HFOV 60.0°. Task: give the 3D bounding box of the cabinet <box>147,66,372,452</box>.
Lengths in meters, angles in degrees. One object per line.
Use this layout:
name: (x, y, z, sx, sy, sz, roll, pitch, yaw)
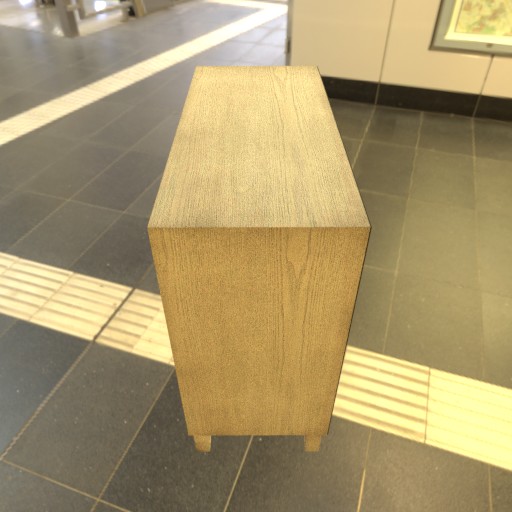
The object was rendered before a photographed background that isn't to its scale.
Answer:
cabinet: (0.000, 0.000, 1.249, 0.370, 0.787, 0.781, 0, 41, 0)
